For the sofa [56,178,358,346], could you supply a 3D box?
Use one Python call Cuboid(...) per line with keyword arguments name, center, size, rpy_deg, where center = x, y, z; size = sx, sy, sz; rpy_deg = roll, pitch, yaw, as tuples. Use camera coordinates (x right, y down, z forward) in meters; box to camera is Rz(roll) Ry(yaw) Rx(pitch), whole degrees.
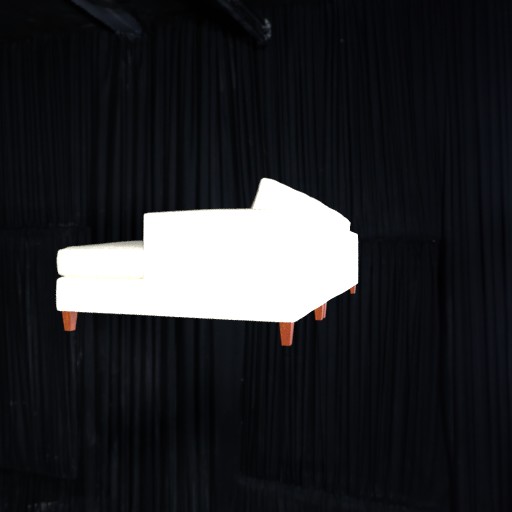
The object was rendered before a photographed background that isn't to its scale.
Cuboid(name="sofa", center=(0.000, 0.000, 4.240), size=(1.603, 0.954, 3.471), rpy_deg=(0, 0, 18))
